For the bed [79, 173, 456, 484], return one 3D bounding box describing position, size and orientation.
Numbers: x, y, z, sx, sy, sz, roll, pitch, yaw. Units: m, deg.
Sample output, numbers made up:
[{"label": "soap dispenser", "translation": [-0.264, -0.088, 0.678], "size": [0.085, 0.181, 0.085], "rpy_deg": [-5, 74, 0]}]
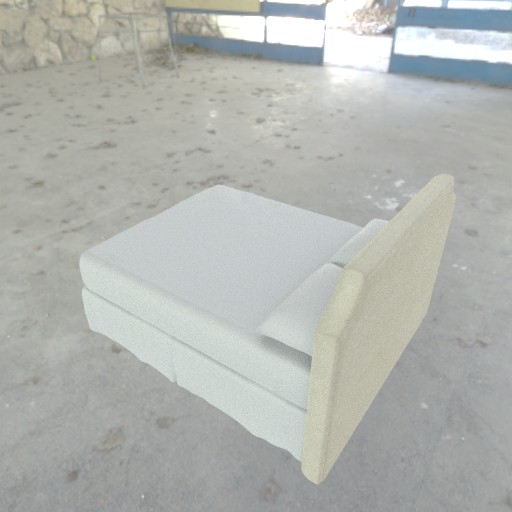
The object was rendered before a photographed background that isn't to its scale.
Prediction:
[{"label": "bed", "translation": [0.000, 0.000, 3.220], "size": [2.164, 1.297, 1.828], "rpy_deg": [21, 38, 30]}]
